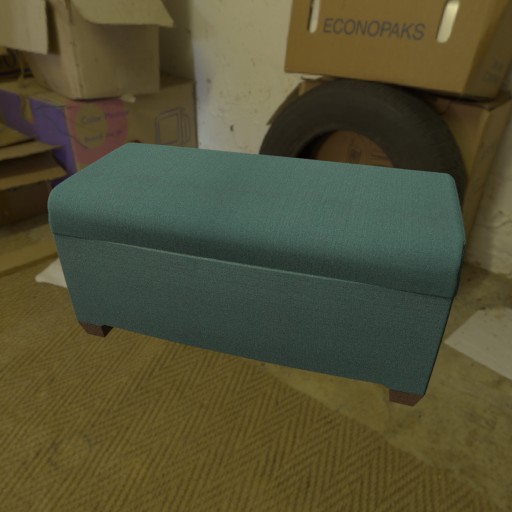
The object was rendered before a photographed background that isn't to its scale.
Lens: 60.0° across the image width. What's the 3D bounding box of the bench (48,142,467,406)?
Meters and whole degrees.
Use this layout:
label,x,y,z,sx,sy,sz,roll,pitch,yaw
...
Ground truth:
label,x,y,z,sx,sy,sz,roll,pitch,yaw
bench,0.000,0.000,1.252,0.995,0.474,0.476,9,33,14
